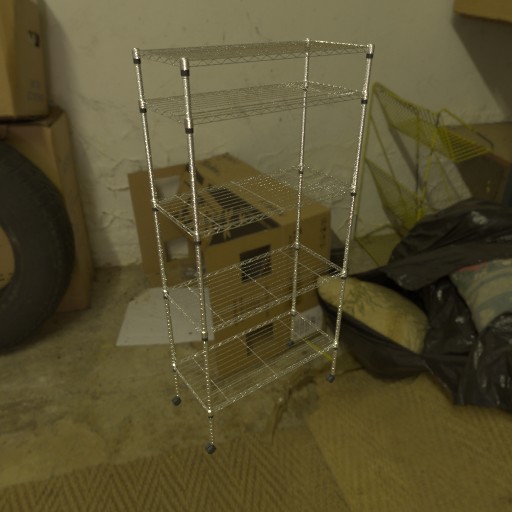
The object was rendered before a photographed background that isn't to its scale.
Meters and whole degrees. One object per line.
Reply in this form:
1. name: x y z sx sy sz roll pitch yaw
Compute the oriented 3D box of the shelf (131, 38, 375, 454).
1. shelf: 0.000 0.000 1.848 0.762 1.587 0.356 -20 35 -30
